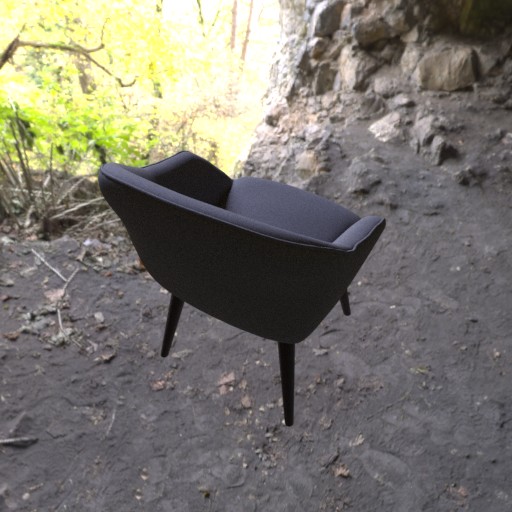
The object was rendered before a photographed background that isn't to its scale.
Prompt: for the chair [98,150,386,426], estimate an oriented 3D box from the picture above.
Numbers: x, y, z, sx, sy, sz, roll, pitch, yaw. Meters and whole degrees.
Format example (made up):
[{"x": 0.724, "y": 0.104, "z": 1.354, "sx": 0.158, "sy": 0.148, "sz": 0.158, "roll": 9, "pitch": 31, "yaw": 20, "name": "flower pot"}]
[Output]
[{"x": 0.000, "y": 0.000, "z": 1.216, "sx": 0.589, "sy": 0.810, "sz": 0.611, "roll": 23, "pitch": 51, "yaw": 20, "name": "chair"}]
